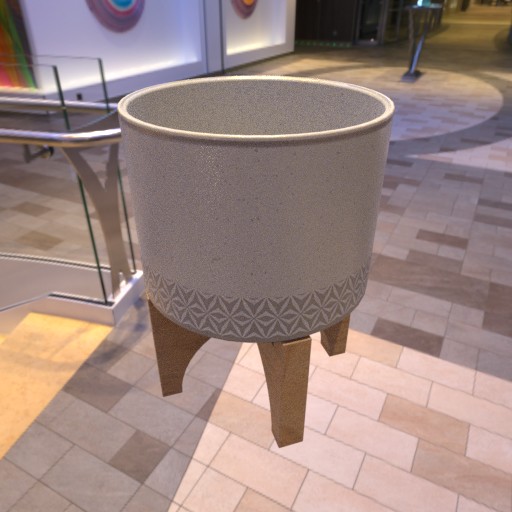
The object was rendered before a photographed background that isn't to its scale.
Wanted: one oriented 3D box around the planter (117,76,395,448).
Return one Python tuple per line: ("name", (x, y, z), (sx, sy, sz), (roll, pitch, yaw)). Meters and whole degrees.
("planter", (0.000, 0.000, 0.260), (0.130, 0.178, 0.130), (0, 31, 0))
